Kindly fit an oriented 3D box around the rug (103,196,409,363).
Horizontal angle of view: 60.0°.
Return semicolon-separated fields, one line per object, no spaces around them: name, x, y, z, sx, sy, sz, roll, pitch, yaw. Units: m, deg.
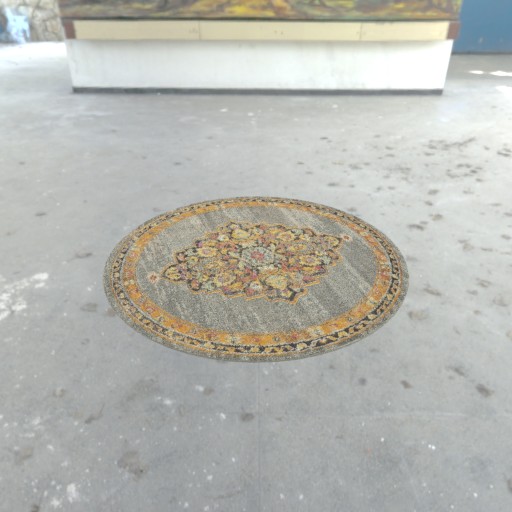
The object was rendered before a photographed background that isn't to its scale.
rug;0.000;0.000;3.589;2.382;0.014;2.382;0;31;0
